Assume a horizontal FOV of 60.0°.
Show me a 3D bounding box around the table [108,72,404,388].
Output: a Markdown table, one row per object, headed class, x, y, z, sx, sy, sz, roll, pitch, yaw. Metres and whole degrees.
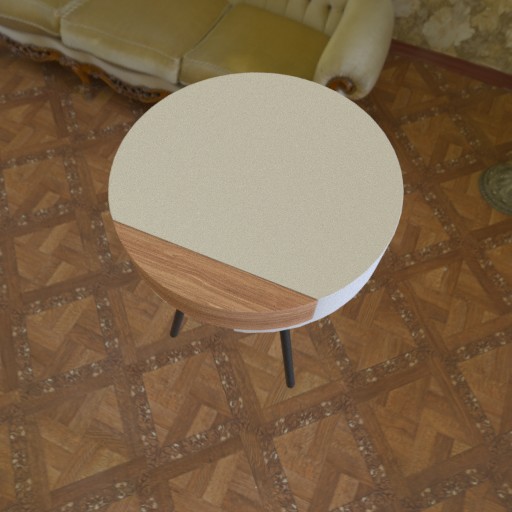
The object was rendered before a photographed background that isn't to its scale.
| class | x | y | z | sx | sy | sz | roll | pitch | yaw |
| --- | --- | --- | --- | --- | --- | --- | --- | --- | --- |
| table | 0.000 | 0.000 | 0.889 | 0.450 | 0.525 | 0.450 | 0 | 62 | 0 |
